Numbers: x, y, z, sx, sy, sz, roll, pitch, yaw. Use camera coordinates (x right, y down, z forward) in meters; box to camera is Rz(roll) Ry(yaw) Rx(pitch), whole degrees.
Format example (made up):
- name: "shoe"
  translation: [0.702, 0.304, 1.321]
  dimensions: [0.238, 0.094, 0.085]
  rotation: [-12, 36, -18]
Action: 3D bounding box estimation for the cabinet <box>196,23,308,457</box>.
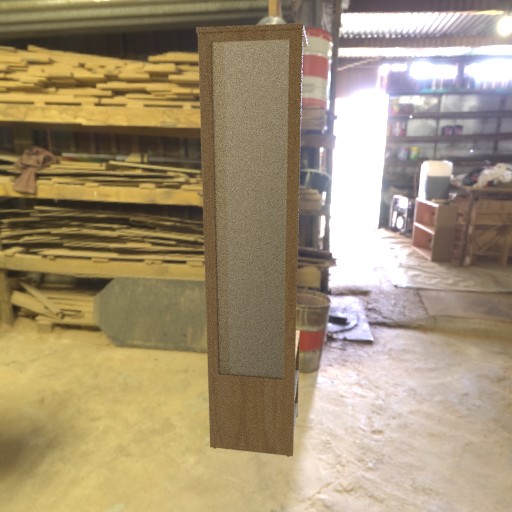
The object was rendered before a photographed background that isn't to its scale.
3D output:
- name: "cabinet"
  translation: [0.000, 0.000, 2.063]
  dimensions: [0.411, 1.879, 0.338]
  rotation: [2, 14, 9]
